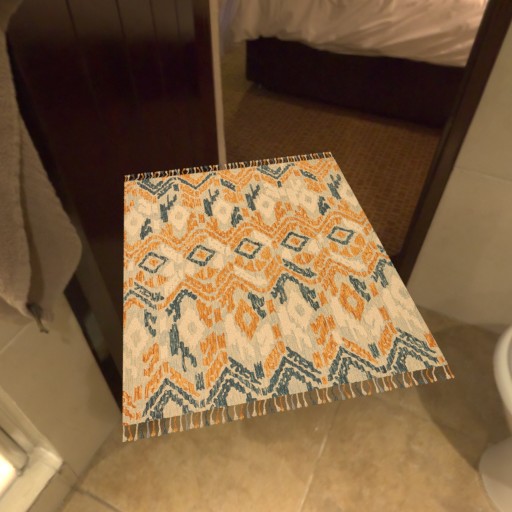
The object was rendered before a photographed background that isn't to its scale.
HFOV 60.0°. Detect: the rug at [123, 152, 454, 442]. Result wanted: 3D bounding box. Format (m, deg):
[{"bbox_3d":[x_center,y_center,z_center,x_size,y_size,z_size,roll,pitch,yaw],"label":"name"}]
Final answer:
[{"bbox_3d":[0.000,0.000,4.174,2.439,0.010,3.048,-8,47,-8],"label":"rug"}]
